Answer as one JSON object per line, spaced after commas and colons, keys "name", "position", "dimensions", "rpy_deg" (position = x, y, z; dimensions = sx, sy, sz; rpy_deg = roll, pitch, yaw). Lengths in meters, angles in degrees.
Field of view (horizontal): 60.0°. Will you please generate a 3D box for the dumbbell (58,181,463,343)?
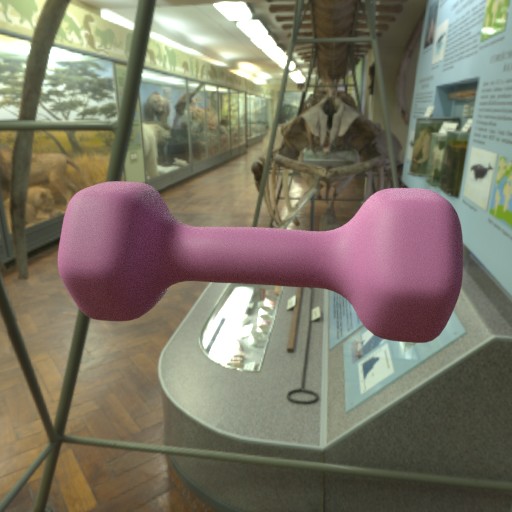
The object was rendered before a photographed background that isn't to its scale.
{"name": "dumbbell", "position": [0.000, 0.000, 0.188], "dimensions": [0.159, 0.058, 0.064], "rpy_deg": [3, 18, 9]}
